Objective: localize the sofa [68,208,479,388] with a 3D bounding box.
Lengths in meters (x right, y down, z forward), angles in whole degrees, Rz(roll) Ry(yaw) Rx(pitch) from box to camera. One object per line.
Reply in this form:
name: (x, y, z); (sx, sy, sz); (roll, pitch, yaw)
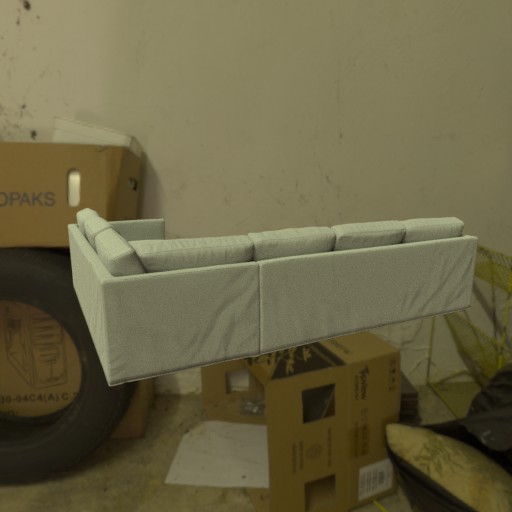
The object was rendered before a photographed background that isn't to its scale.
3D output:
sofa: (0.000, 0.000, 4.303); (3.182, 0.871, 2.432); (-6, 14, -26)
